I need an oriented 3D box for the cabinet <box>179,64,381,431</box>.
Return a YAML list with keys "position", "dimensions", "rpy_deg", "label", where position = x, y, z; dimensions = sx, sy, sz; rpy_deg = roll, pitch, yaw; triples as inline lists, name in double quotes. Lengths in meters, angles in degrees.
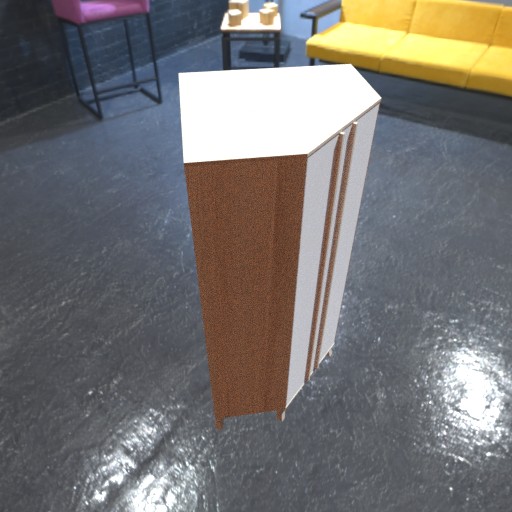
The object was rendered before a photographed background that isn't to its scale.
- position: [0.000, 0.000, 2.671]
  dimensions: [0.969, 1.957, 1.272]
  rpy_deg: [26, 48, 26]
  label: "cabinet"
